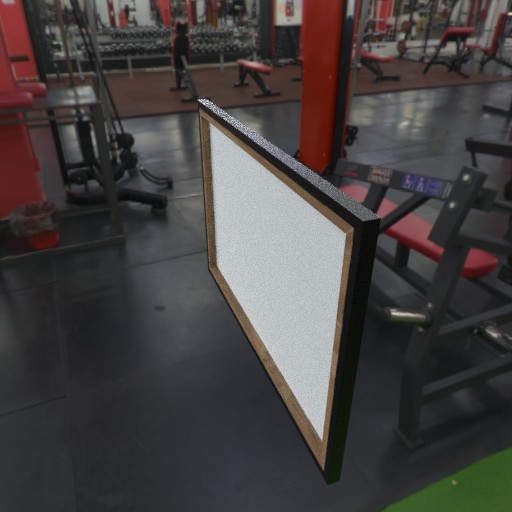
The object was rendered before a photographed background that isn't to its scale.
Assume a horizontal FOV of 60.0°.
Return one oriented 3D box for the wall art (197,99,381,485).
[{"bbox_3d":[0.000,0.000,0.830,0.022,0.446,0.659,-11,32,-18],"label":"wall art"}]
